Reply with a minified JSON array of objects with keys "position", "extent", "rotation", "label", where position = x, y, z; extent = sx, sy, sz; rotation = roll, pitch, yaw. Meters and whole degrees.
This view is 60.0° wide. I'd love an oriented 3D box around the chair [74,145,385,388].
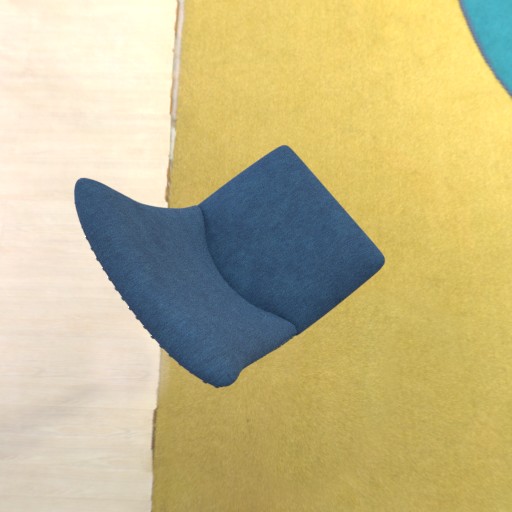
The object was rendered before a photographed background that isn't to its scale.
[{"position":[0.000,0.000,1.253],"extent":[0.610,0.902,0.495],"rotation":[-37,79,-9],"label":"chair"}]
